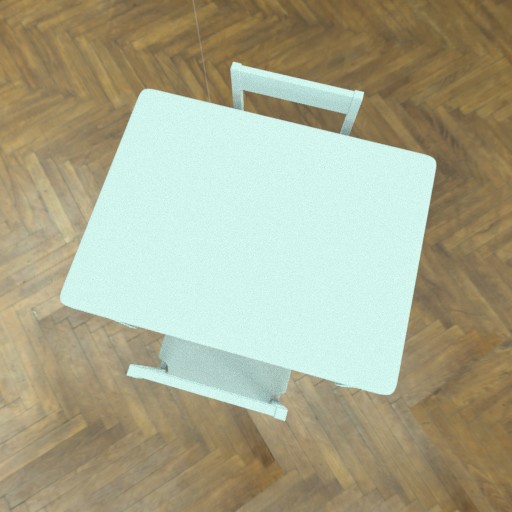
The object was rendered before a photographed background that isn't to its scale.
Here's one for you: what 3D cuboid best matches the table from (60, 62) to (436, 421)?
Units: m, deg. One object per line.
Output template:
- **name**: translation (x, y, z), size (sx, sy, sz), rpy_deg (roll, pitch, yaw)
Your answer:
- **table**: translation (0.000, 0.000, 1.088), size (0.650, 0.503, 0.672), rpy_deg (15, 75, 4)
